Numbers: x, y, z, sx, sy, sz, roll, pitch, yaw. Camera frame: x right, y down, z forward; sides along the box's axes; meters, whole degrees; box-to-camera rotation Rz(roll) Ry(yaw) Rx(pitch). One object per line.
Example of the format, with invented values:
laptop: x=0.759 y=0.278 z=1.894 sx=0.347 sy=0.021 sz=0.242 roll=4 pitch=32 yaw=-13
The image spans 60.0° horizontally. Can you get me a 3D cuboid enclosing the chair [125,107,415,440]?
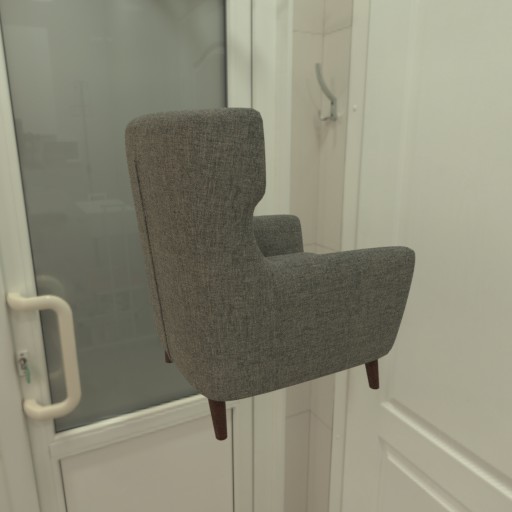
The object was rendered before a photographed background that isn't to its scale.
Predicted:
chair: x=0.000 y=0.000 z=1.758 sx=0.904 sy=1.063 sz=0.878 roll=-8 pitch=17 yaw=-26
